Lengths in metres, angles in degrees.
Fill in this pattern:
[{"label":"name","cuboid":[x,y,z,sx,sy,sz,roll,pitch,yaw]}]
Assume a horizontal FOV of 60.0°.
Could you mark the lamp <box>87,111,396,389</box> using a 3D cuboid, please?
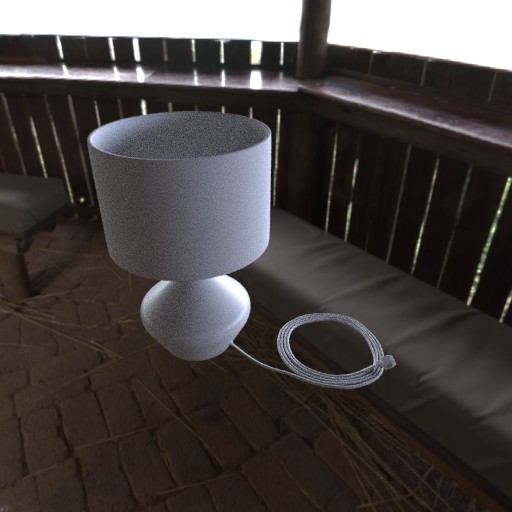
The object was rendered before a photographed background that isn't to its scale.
[{"label":"lamp","cuboid":[0.000,0.000,0.844,0.546,0.457,0.401,19,35,29]}]
